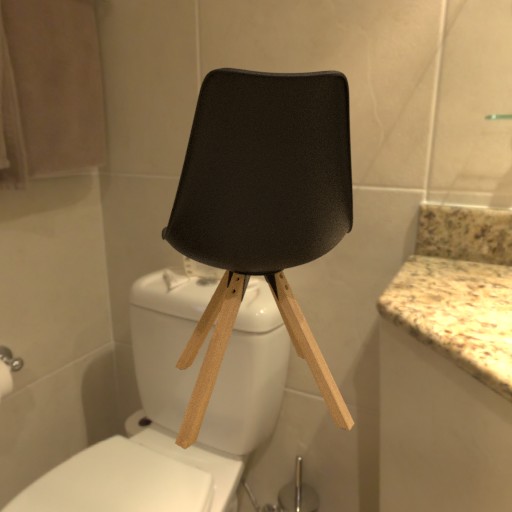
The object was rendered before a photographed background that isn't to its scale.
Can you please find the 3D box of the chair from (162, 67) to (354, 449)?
[{"bbox_3d":[0.000,0.000,1.170,0.485,0.850,0.549,-3,15,-9],"label":"chair"}]
